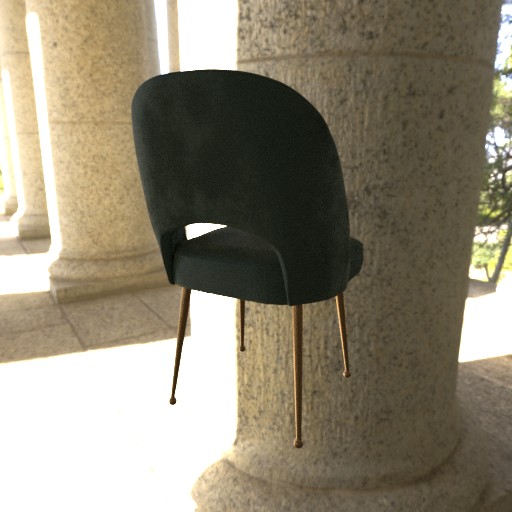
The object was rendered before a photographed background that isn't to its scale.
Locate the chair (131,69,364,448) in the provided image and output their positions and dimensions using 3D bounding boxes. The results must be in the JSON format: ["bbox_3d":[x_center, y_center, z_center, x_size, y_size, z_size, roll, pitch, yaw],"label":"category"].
[{"bbox_3d":[0.000,0.000,1.201,0.527,0.860,0.577,7,15,28],"label":"chair"}]
